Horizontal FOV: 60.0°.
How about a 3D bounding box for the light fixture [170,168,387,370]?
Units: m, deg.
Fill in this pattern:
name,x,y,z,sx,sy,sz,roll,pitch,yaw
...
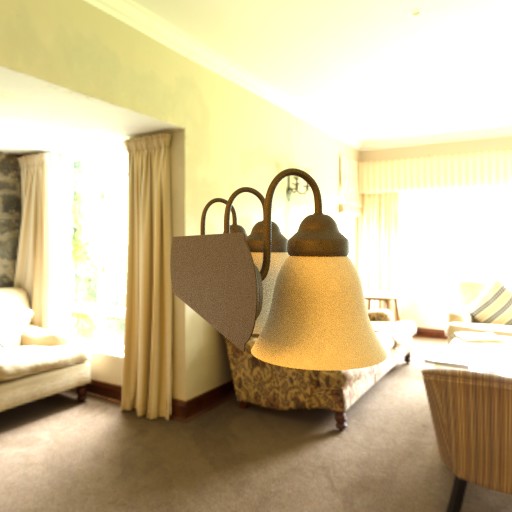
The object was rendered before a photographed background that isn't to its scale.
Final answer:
name,x,y,z,sx,sy,sz,roll,pitch,yaw
light fixture,0.000,0.000,0.720,0.199,0.222,0.610,-1,2,-18
